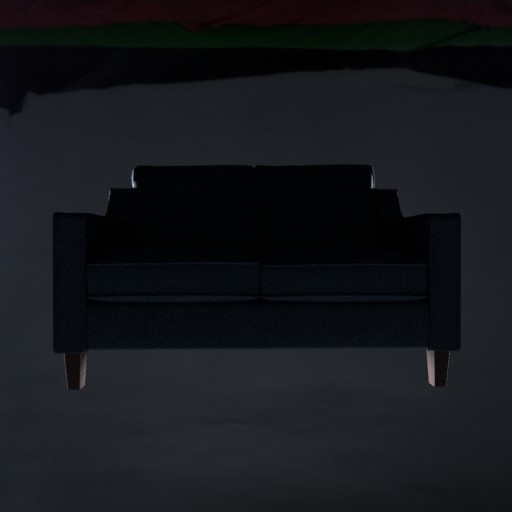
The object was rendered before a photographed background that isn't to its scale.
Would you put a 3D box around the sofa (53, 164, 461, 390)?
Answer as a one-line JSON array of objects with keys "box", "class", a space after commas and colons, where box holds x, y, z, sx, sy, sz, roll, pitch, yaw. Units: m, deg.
[{"box": [0.000, 0.000, 2.084, 1.501, 0.971, 0.987, 0, 1, -1], "class": "sofa"}]
